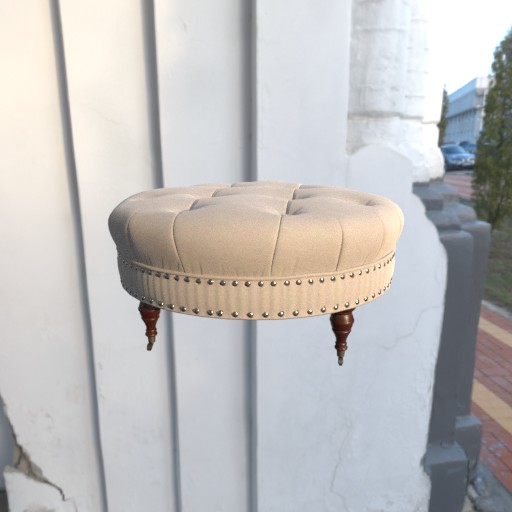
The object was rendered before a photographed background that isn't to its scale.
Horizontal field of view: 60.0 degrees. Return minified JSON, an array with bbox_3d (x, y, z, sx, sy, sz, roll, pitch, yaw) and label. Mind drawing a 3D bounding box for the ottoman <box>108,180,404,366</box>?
[{"bbox_3d":[0.000,0.000,1.428,0.901,0.439,0.901,0,14,0],"label":"ottoman"}]
